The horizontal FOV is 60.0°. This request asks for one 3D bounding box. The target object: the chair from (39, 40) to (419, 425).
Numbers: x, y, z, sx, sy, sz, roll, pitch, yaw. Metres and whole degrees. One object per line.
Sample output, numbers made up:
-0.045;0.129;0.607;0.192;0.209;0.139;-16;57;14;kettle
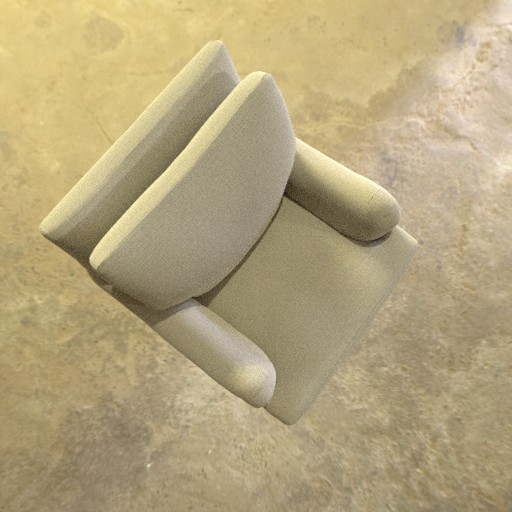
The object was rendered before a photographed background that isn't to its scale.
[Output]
0.000;0.000;1.820;1.070;1.038;0.955;37;79;8;chair
